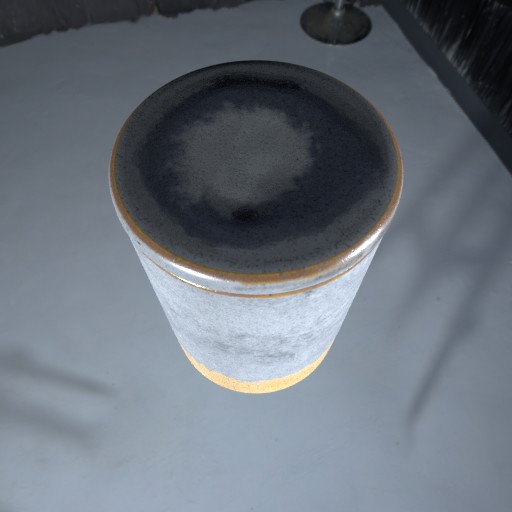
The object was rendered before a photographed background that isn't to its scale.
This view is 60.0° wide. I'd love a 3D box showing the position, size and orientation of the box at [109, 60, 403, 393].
[{"bbox_3d":[0.000,0.000,0.248,0.118,0.168,0.118,0,60,0],"label":"box"}]
